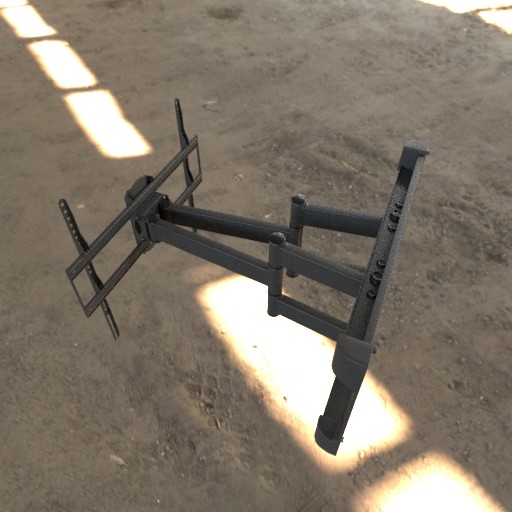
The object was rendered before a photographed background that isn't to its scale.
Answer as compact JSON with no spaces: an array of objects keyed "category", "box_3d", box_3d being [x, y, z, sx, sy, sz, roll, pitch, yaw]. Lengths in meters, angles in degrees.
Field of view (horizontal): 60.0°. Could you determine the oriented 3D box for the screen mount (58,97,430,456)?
[{"category":"screen mount","box_3d":[0.000,0.000,0.945,0.556,0.424,0.571,17,49,15]}]
